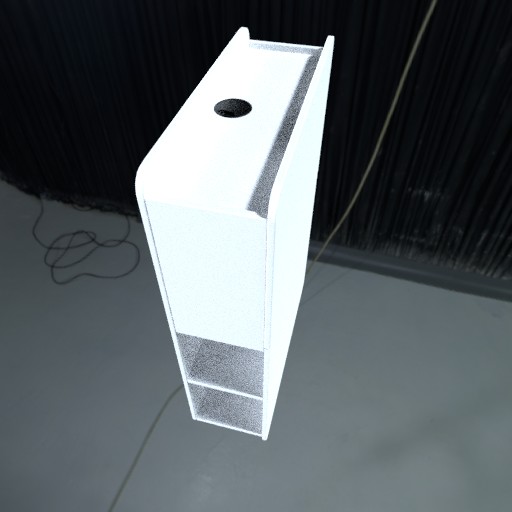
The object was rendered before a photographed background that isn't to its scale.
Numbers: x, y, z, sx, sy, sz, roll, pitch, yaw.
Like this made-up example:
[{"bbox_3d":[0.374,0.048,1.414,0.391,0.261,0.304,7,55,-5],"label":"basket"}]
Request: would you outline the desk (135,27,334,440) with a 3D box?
[{"bbox_3d":[0.000,0.000,1.499,0.278,1.190,0.795,11,48,10],"label":"desk"}]
